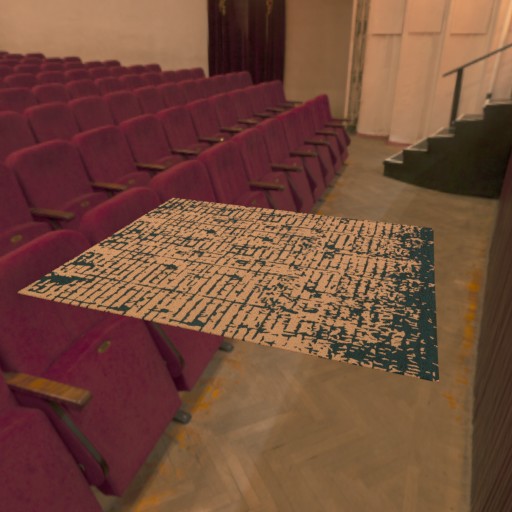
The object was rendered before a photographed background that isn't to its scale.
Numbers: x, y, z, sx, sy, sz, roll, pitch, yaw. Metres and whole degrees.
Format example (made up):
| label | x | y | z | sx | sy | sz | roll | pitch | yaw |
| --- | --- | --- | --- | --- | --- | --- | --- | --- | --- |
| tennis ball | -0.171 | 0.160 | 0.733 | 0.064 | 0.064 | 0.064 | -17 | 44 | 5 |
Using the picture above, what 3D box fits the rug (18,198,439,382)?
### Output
| label | x | y | z | sx | sy | sz | roll | pitch | yaw |
| --- | --- | --- | --- | --- | --- | --- | --- | --- | --- |
| rug | 0.000 | 0.000 | 3.963 | 3.017 | 0.014 | 2.416 | 9 | 27 | 17 |
